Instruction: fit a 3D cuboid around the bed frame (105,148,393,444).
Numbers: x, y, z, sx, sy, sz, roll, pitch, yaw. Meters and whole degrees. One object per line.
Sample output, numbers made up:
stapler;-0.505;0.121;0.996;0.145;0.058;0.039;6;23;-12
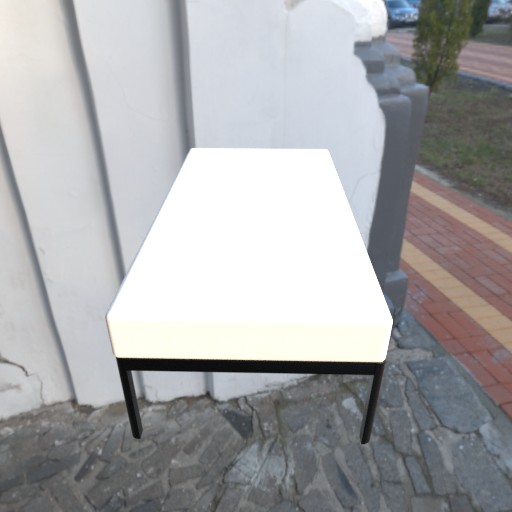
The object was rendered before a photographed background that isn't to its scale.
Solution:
bed frame;0.000;0.000;2.519;1.023;0.659;1.950;1;30;1
